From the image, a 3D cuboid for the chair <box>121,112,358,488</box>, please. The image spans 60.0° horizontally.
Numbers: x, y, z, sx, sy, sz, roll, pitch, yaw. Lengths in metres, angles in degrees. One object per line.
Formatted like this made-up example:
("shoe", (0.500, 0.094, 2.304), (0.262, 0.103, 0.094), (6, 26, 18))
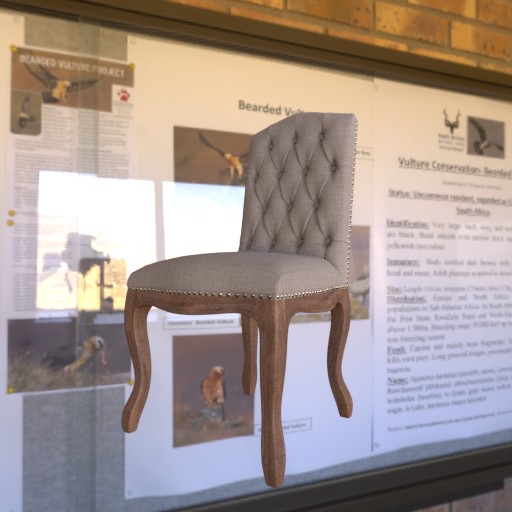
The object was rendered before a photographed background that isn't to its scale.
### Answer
("chair", (0.000, 0.000, 1.585), (0.637, 1.191, 0.731), (0, -1, 37))
